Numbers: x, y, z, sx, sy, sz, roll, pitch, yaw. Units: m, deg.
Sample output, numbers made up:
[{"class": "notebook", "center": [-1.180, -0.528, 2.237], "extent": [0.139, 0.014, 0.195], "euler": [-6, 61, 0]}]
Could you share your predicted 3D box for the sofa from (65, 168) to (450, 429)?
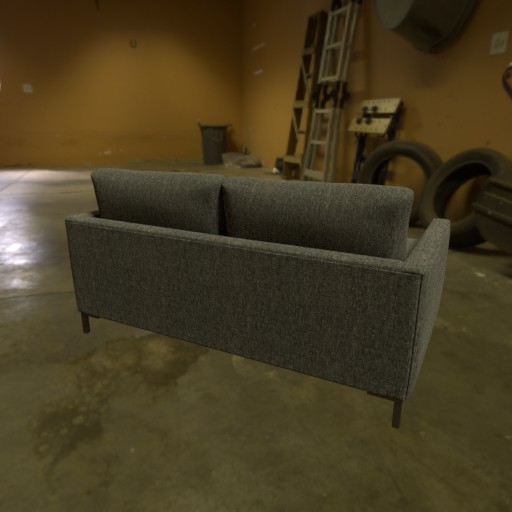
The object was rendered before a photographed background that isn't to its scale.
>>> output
[{"class": "sofa", "center": [0.000, 0.000, 2.216], "extent": [1.716, 0.862, 0.866], "euler": [9, 19, 26]}]
